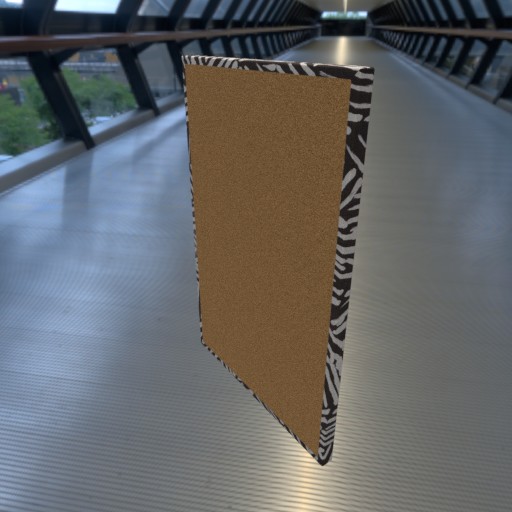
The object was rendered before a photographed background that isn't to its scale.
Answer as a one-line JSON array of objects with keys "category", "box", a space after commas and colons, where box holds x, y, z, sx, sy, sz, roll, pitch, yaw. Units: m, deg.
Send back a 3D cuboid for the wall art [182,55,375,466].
[{"category": "wall art", "box": [0.000, 0.000, 1.134, 0.035, 0.918, 0.615, -18, 31, -31]}]
